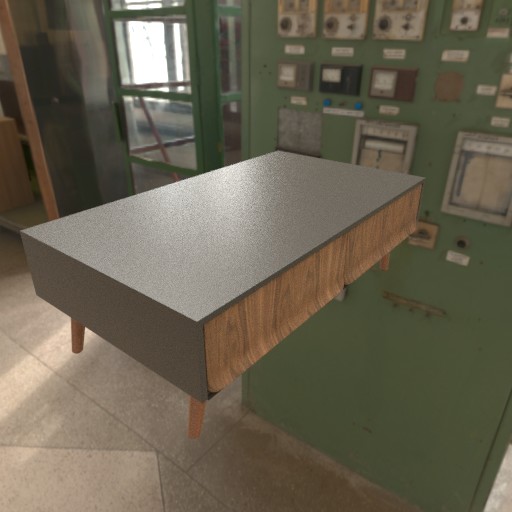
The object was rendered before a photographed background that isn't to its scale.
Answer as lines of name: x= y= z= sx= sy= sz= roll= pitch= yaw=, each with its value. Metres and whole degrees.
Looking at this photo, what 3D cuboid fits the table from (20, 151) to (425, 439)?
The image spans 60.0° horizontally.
table: x=0.000 y=0.000 z=1.530 sx=0.703 sy=0.404 sz=1.201 roll=20 pitch=33 yaw=34
